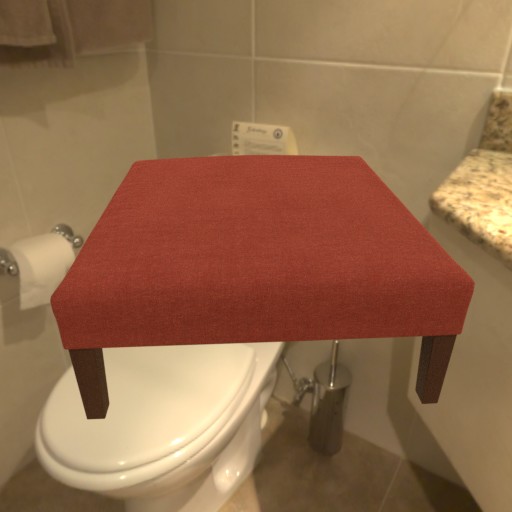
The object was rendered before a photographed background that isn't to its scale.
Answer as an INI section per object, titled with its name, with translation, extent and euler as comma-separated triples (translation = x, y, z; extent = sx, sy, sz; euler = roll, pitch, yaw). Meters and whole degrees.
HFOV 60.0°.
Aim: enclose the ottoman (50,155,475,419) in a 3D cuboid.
[ottoman]
translation = 0.000, 0.000, 1.377
extent = 0.890, 0.411, 0.889
euler = -2, 29, -3
